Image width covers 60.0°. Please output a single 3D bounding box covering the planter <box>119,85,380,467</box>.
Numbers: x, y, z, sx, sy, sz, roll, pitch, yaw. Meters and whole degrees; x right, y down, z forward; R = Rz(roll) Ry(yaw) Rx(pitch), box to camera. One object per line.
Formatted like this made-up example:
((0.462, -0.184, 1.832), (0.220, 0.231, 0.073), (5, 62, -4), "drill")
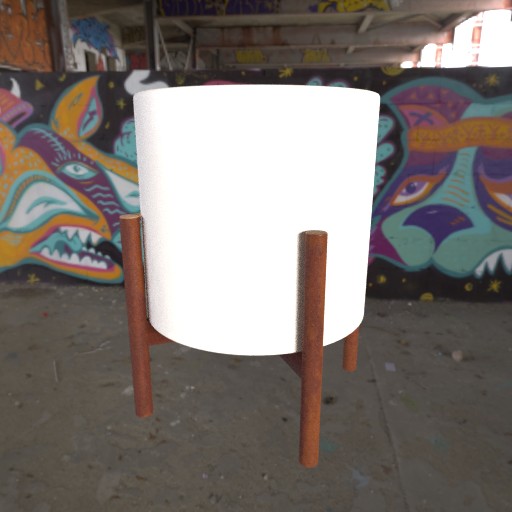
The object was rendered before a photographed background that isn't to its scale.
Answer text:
((0.000, 0.000, 0.856), (0.420, 0.581, 0.421), (8, 17, 25), "planter")
